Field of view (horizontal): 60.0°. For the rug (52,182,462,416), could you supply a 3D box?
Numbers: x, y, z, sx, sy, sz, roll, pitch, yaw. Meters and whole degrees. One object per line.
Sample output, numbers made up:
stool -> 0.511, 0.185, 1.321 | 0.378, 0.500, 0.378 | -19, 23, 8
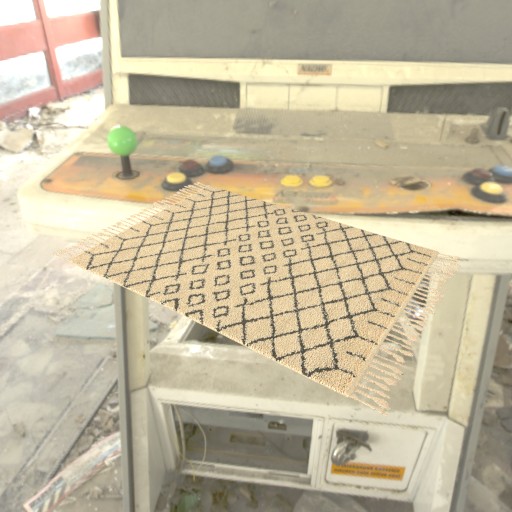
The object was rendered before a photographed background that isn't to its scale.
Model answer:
rug -> 0.000, 0.000, 3.293 | 2.615, 0.029, 1.664 | 20, 38, 28
